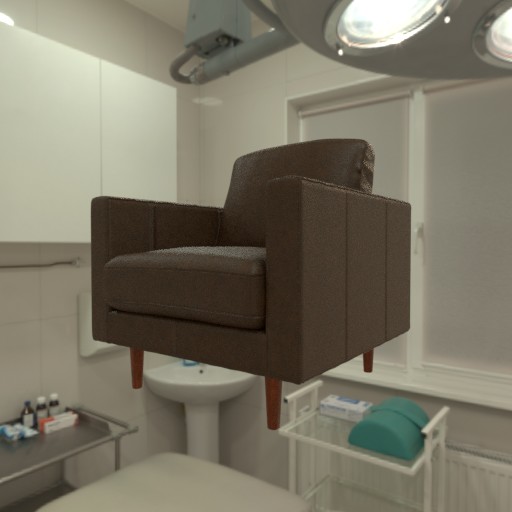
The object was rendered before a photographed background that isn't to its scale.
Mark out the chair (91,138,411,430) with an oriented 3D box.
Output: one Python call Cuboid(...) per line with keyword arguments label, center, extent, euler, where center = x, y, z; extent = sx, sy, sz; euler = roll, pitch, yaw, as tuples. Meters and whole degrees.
Cuboid(label="chair", center=(0.000, 0.000, 1.686), extent=(0.890, 0.956, 0.909), euler=(1, 2, 36))
